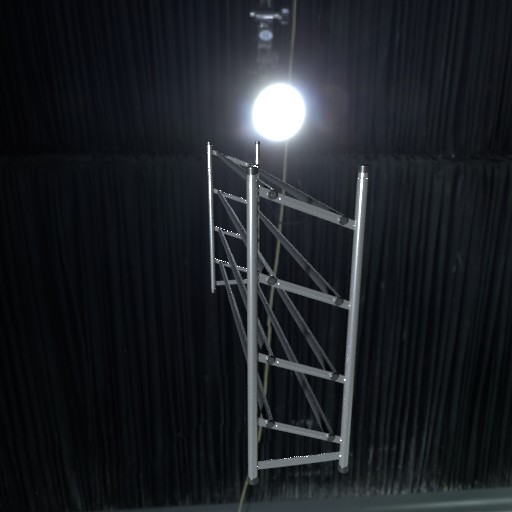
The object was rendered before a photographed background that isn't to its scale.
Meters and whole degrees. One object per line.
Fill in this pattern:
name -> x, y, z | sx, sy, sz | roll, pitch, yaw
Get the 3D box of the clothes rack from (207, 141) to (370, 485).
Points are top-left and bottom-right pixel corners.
clothes rack -> 0.000, 0.000, 1.423 | 0.229, 0.672, 1.168 | -3, 17, -9
